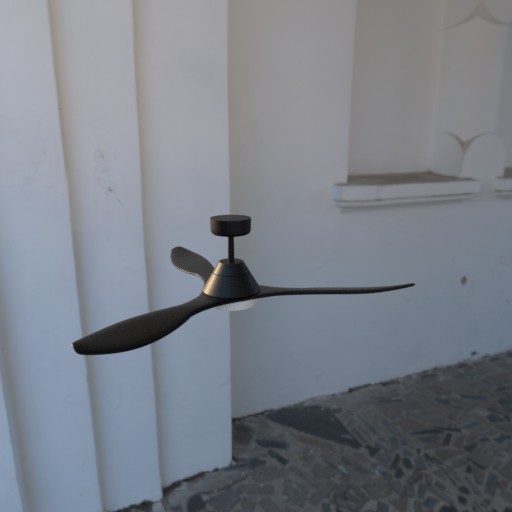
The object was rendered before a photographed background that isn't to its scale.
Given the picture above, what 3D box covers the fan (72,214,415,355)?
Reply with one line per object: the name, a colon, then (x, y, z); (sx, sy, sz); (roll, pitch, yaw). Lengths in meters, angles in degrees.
fan: (0.000, 0.000, 1.614); (1.067, 0.305, 1.067); (-2, 14, -9)
